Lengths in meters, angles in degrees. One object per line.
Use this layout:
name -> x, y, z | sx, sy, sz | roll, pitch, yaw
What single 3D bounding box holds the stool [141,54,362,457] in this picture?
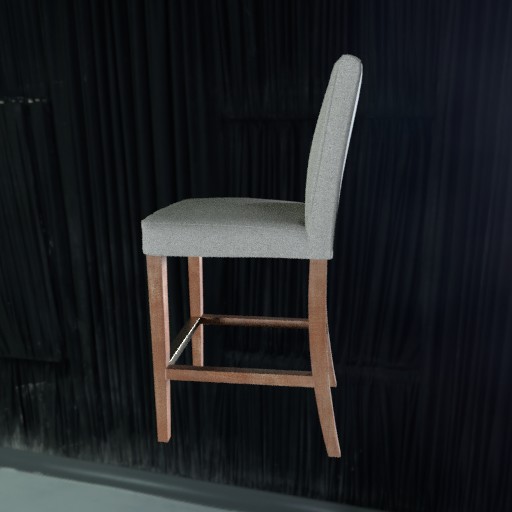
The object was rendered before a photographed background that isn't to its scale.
stool -> 0.000, 0.000, 1.379 | 0.570, 1.088, 0.439 | 2, 15, 8
